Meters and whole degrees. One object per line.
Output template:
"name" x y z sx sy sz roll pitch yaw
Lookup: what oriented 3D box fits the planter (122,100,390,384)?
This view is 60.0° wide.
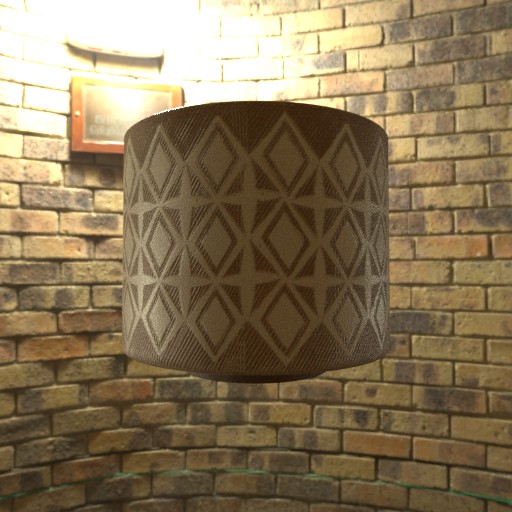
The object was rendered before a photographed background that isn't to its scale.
"planter" 0.000 0.000 0.335 0.193 0.165 0.193 0 -2 0
